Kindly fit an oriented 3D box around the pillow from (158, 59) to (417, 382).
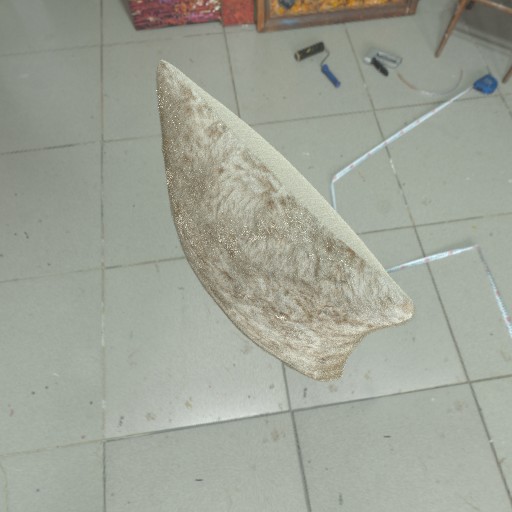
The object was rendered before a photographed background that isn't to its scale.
[{"bbox_3d":[0.000,0.000,0.820,0.216,0.525,0.538,-35,69,-15],"label":"pillow"}]
